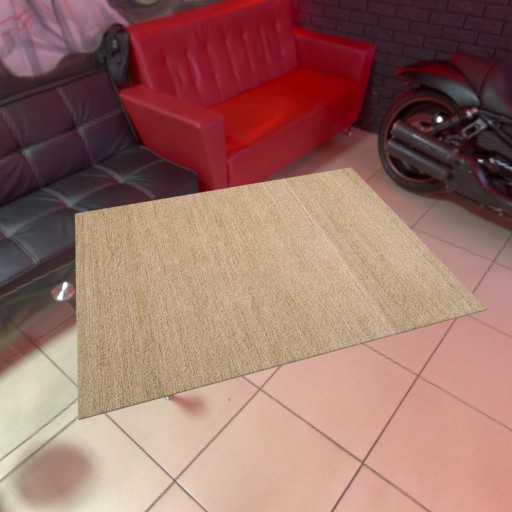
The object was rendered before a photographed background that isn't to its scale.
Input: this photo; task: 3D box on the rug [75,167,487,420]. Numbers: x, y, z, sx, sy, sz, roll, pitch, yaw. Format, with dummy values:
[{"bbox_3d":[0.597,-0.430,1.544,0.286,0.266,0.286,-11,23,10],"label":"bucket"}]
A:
[{"bbox_3d":[0.000,0.000,4.127,3.198,0.016,2.425,-12,42,-13],"label":"rug"}]
